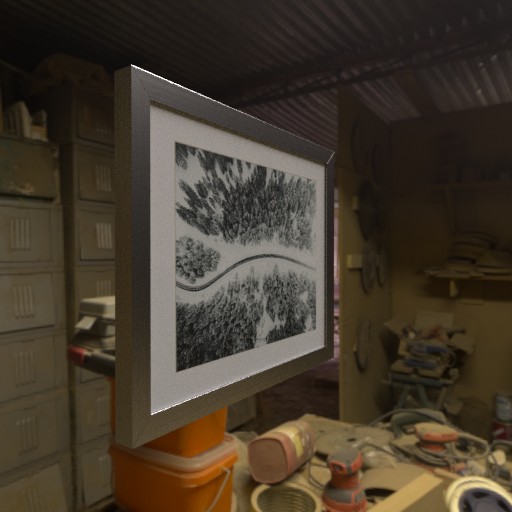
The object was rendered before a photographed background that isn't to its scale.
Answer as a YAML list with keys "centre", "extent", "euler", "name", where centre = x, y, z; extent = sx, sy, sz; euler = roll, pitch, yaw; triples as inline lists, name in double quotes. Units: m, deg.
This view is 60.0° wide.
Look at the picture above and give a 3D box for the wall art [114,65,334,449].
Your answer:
- centre: [0.000, 0.000, 0.762]
  extent: [0.032, 0.456, 0.557]
  euler: [0, 1, 35]
  name: "wall art"
